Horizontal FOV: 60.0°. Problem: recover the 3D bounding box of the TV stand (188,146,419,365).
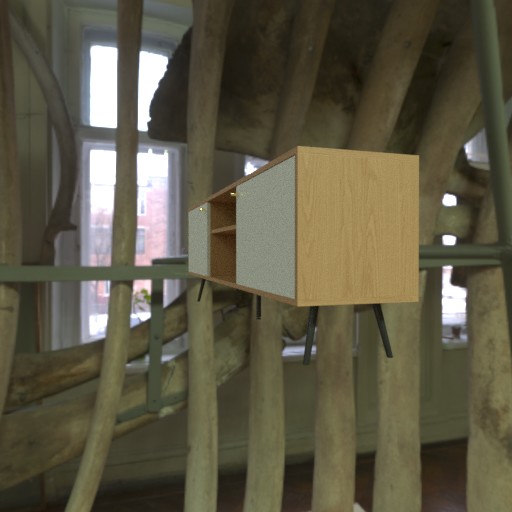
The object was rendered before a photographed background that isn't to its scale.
[{"bbox_3d":[0.000,0.000,2.028,0.400,0.580,1.760,0,1,-18],"label":"TV stand"}]
